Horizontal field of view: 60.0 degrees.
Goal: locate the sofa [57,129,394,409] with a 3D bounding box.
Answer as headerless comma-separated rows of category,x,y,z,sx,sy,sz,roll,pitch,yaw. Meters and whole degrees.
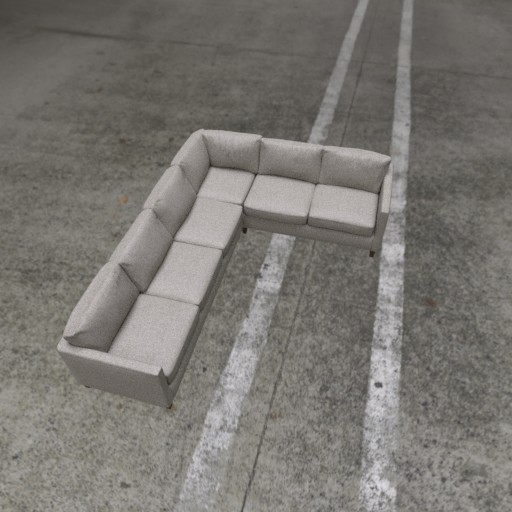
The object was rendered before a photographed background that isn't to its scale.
sofa,0.000,0.000,4.611,2.593,0.947,3.302,11,48,10
